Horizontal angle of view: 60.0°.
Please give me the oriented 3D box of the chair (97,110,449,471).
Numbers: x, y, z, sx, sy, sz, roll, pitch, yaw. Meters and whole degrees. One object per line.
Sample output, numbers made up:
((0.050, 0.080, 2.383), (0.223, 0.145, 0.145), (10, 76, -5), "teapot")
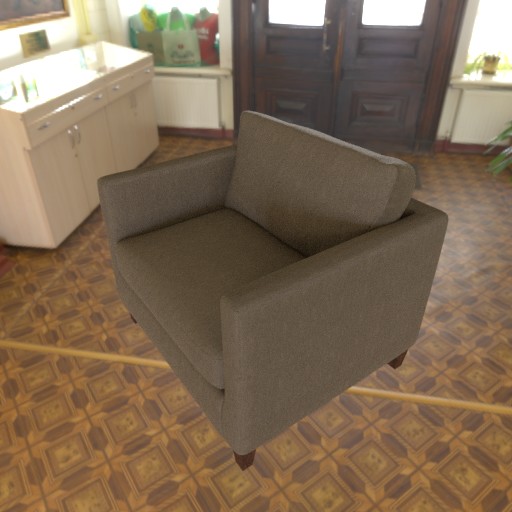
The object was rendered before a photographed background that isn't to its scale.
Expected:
((0.000, 0.000, 1.853), (0.959, 0.963, 1.107), (-21, 39, -29), "chair")
